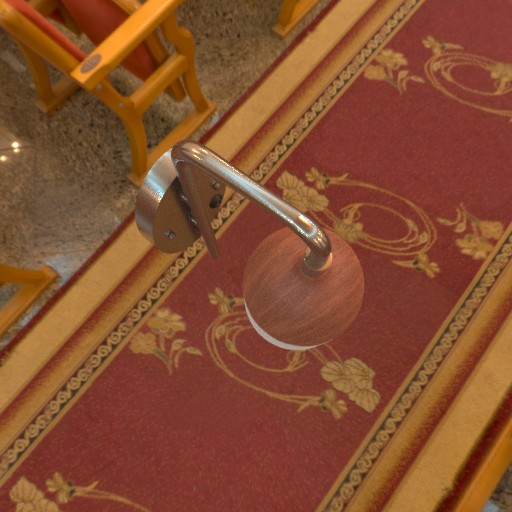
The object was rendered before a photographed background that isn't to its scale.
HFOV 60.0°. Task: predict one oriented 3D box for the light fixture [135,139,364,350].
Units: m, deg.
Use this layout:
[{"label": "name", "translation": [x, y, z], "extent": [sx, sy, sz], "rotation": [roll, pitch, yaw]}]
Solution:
[{"label": "light fixture", "translation": [0.000, 0.000, 0.432], "extent": [0.216, 0.343, 0.108], "rotation": [38, 79, 9]}]
